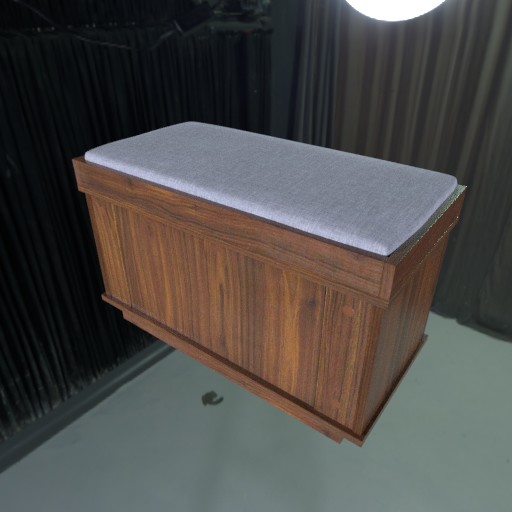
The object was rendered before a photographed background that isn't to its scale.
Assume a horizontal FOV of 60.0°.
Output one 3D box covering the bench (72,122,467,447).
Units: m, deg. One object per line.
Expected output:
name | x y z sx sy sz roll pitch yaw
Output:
bench | 0.000 0.000 1.006 0.734 0.461 0.362 21 37 31
